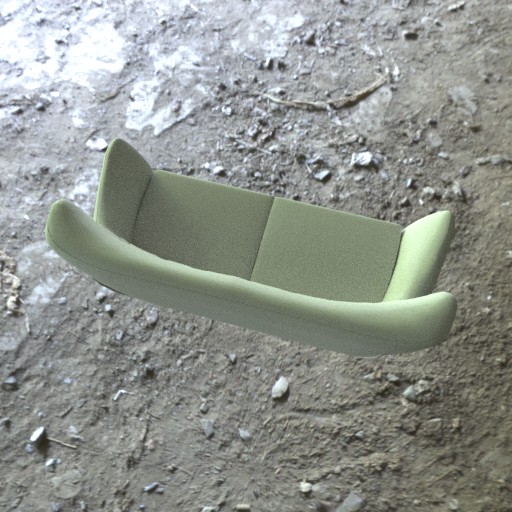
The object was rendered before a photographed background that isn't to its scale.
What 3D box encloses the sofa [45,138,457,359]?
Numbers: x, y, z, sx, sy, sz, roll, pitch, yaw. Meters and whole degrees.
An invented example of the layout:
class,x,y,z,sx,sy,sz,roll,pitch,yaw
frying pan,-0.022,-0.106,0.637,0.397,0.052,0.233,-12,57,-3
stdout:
class,x,y,z,sx,sy,sz,roll,pitch,yaw
sofa,0.000,0.000,2.380,1.930,0.890,0.899,14,64,7
